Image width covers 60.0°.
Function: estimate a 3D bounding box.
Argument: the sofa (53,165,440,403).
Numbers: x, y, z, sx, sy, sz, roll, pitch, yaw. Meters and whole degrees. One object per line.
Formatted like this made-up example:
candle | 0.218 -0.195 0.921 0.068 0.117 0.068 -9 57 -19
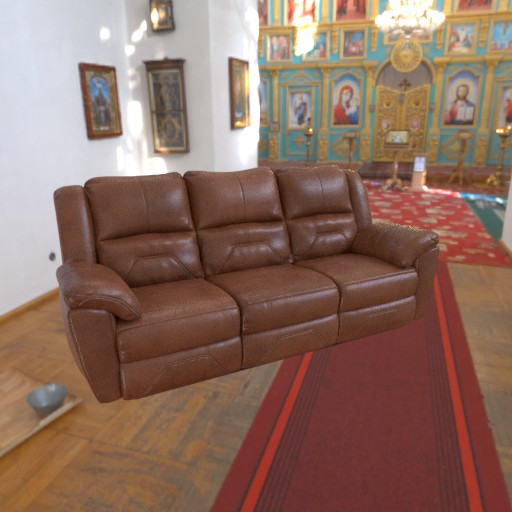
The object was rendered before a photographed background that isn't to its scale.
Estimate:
sofa | 0.000 0.000 2.834 2.337 1.043 0.991 -8 19 -26
